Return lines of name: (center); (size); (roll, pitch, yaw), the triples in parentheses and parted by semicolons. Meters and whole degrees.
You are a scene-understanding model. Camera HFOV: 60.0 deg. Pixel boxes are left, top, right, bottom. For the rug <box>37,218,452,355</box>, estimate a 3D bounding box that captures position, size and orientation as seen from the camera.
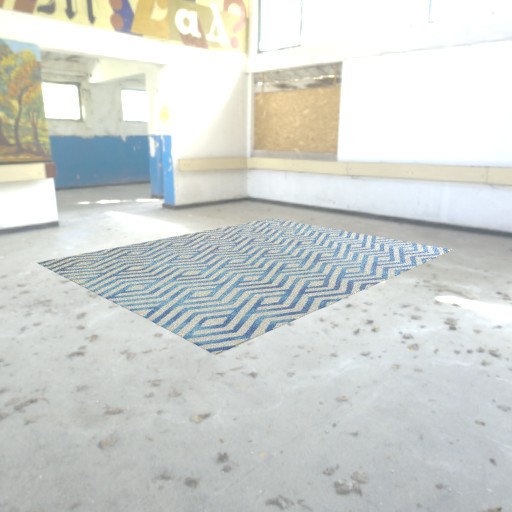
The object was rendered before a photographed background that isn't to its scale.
rug: (0.000, 0.000, 4.155); (2.453, 0.008, 3.059); (15, 21, 43)
